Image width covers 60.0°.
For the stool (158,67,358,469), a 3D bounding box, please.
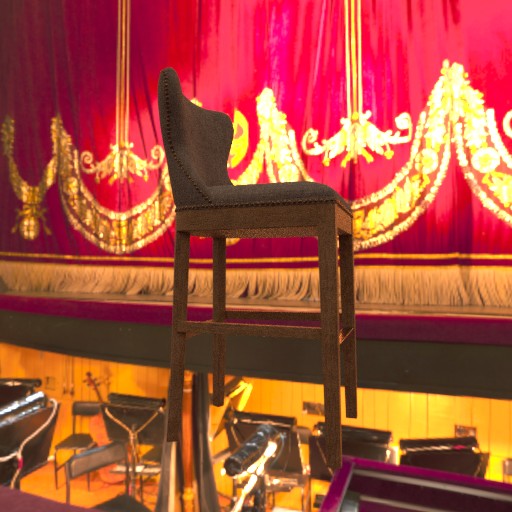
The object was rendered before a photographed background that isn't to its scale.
[{"bbox_3d":[0.000,0.000,1.454,0.606,1.123,0.494,0,-1,19],"label":"stool"}]
